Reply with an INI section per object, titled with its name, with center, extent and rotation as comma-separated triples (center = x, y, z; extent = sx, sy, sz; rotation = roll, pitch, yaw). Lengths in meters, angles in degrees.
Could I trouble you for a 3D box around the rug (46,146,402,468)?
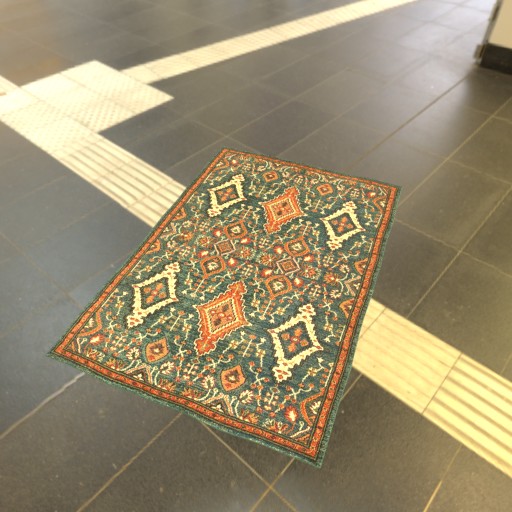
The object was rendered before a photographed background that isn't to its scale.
[rug]
center = 0.000, 0.000, 3.040
extent = 1.622, 0.009, 2.373
rotation = 16, 48, 15
